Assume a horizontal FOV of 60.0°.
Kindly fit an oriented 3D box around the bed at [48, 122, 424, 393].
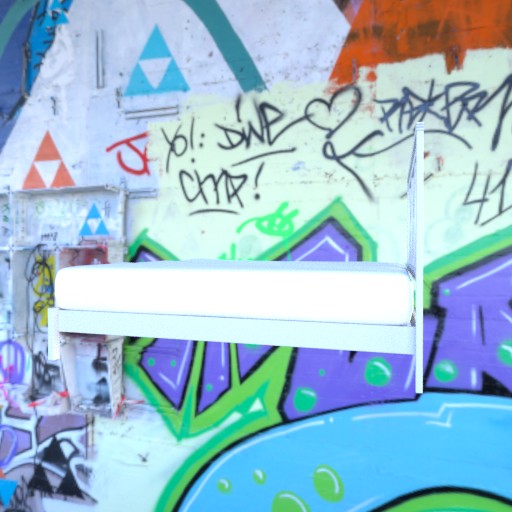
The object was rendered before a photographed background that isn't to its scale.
[{"bbox_3d":[0.000,0.000,3.150,2.135,1.253,1.673,0,1,17],"label":"bed"}]
